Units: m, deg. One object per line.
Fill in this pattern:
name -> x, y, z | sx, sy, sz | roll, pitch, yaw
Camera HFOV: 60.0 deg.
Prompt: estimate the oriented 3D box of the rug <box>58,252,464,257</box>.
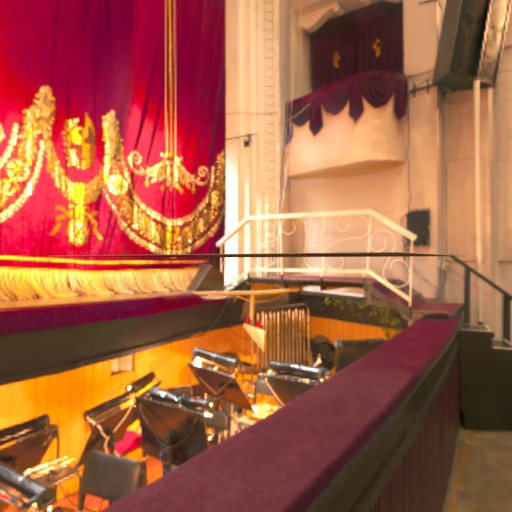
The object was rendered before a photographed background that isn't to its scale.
rug -> 0.000, 0.000, 2.967 | 2.363, 0.004, 1.566 | 0, -1, 35
